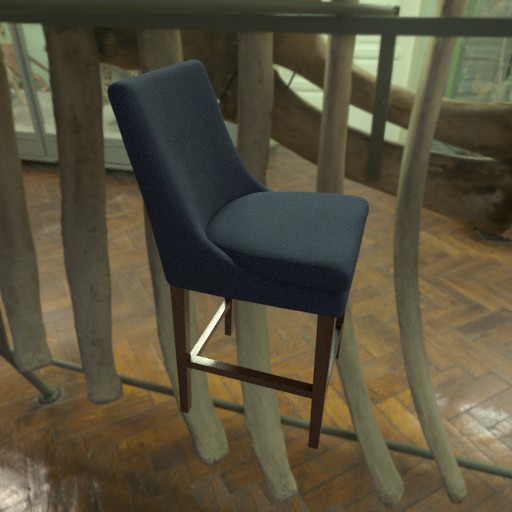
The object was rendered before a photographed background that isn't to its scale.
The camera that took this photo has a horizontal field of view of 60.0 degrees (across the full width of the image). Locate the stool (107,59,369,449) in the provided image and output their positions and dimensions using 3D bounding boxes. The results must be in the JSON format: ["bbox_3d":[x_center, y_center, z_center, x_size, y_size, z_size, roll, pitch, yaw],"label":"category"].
[{"bbox_3d":[0.000,0.000,1.275,0.577,0.981,0.470,9,32,15],"label":"stool"}]
